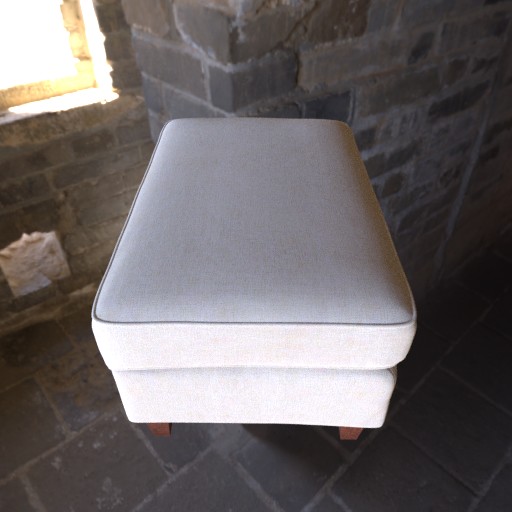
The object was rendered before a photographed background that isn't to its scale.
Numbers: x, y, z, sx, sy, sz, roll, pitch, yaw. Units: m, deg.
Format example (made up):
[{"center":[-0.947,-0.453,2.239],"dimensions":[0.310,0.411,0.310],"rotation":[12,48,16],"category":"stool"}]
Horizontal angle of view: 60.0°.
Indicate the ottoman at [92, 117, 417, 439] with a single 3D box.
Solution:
[{"center":[0.000,0.000,1.198],"dimensions":[0.583,0.484,0.862],"rotation":[0,40,0],"category":"ottoman"}]
